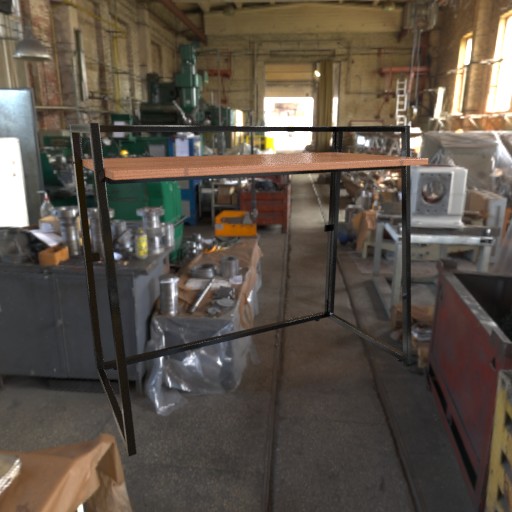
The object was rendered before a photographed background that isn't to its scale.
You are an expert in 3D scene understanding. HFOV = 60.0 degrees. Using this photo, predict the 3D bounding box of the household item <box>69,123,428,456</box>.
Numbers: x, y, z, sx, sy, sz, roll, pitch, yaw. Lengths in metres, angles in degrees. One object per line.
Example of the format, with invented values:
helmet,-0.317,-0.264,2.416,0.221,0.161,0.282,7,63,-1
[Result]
household item,0.000,0.000,1.518,1.050,0.860,0.510,-8,18,-27
